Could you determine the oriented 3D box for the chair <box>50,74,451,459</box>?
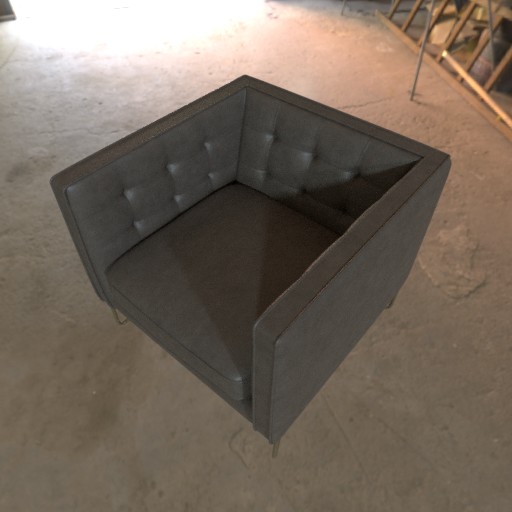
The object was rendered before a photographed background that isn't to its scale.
[{"bbox_3d":[0.000,0.000,1.592,0.880,0.790,0.894,32,55,26],"label":"chair"}]
